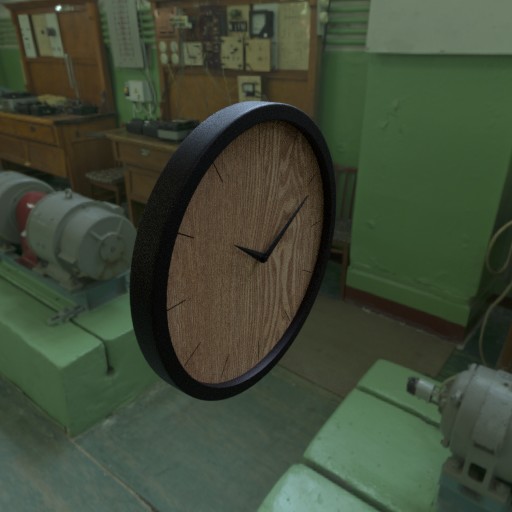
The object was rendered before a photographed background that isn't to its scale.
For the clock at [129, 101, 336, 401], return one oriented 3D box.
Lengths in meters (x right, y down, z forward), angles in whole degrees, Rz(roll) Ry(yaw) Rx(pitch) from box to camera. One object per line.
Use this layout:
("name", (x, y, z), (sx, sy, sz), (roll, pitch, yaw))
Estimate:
("clock", (0.000, 0.000, 0.476), (0.029, 0.314, 0.314), (18, 31, 33))
